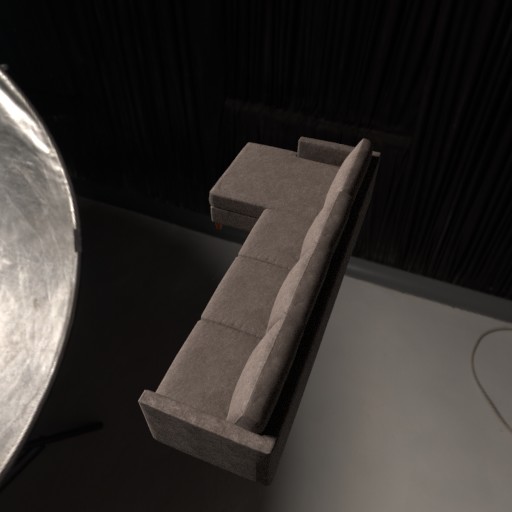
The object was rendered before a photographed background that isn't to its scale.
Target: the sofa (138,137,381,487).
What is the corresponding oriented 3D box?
[{"bbox_3d":[0.000,0.000,4.119,1.606,0.954,3.471,16,48,15],"label":"sofa"}]
